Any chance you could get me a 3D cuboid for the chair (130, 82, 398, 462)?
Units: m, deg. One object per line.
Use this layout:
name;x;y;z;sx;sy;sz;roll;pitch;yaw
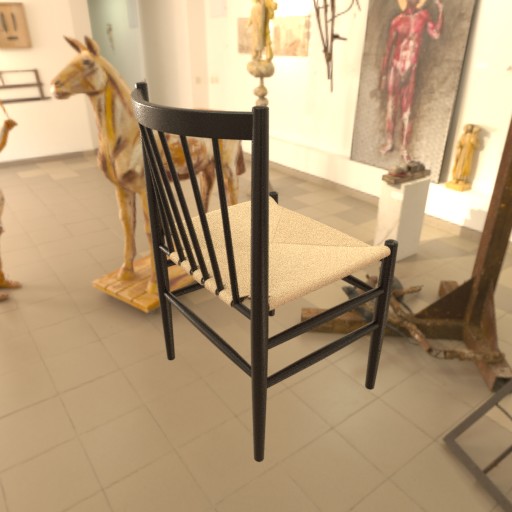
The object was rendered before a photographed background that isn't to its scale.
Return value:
chair;0.000;0.000;1.138;0.516;0.818;0.495;-19;32;-32
